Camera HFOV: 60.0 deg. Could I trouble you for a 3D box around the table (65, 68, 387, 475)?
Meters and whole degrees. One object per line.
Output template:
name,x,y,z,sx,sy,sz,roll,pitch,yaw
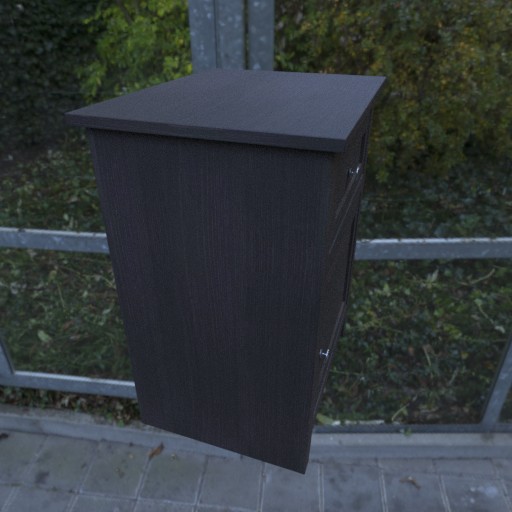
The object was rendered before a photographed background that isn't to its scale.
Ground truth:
table,0.000,0.000,0.900,0.381,0.635,0.480,10,32,17
